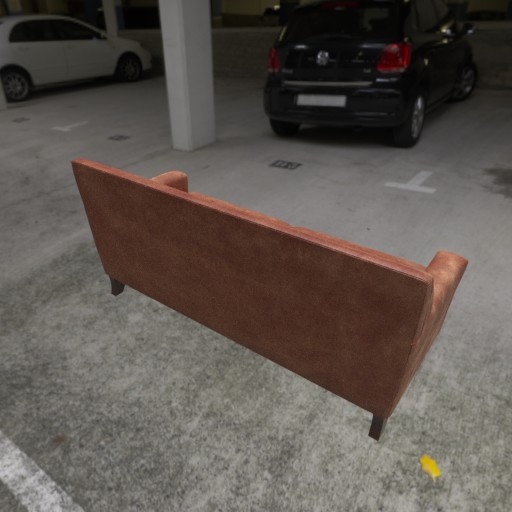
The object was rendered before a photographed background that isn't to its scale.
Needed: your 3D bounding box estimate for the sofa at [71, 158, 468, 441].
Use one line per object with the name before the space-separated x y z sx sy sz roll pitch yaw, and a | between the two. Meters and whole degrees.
sofa | 0.000 0.000 2.514 2.053 0.947 0.805 21 37 30
